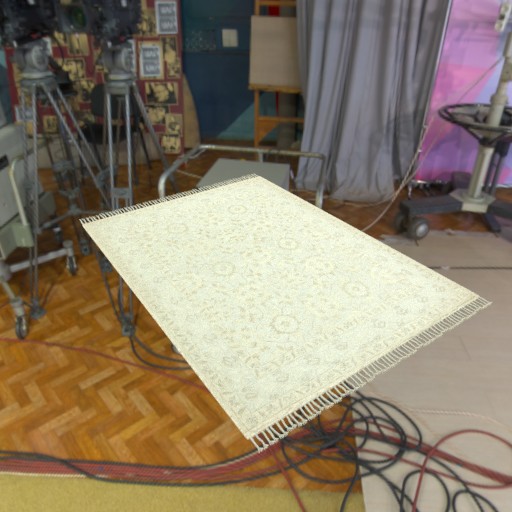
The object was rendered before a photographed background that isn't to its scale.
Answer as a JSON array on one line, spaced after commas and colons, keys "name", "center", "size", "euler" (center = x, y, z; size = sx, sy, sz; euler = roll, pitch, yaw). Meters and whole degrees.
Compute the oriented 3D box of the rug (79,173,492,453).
[{"name": "rug", "center": [0.000, 0.000, 2.208], "size": [1.223, 0.015, 1.771], "euler": [-21, 38, -29]}]
